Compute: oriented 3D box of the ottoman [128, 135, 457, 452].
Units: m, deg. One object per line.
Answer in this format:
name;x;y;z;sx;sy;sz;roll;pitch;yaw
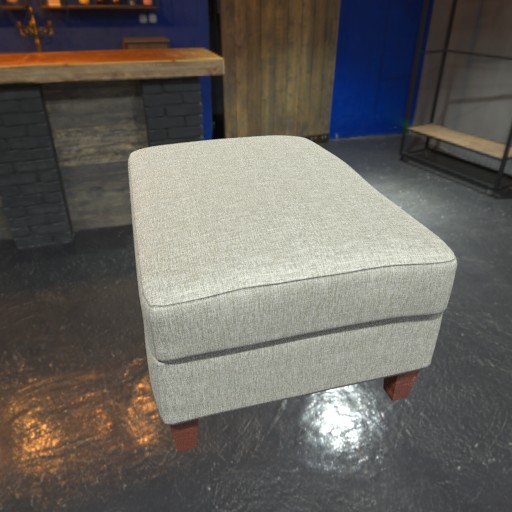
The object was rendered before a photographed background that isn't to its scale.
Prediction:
ottoman;0.000;0.000;1.237;0.639;0.494;0.873;-8;32;-13
